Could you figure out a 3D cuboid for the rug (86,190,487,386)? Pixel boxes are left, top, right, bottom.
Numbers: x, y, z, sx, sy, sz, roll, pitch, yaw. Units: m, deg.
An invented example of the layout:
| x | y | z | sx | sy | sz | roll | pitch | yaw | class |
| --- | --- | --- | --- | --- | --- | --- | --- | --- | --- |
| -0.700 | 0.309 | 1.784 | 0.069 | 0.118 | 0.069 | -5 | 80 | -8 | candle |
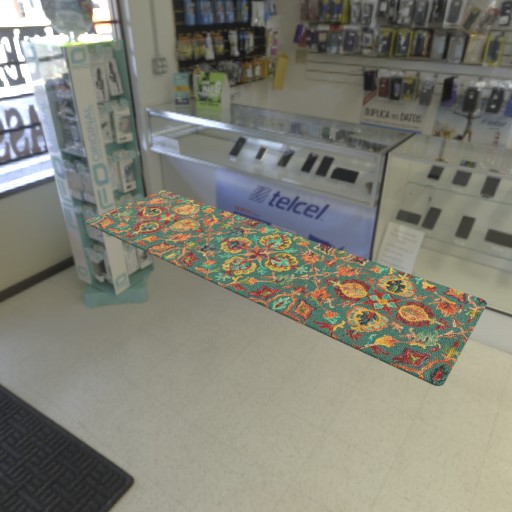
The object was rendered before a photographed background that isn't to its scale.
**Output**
| x | y | z | sx | sy | sz | roll | pitch | yaw | class |
| --- | --- | --- | --- | --- | --- | --- | --- | --- | --- |
| 0.000 | 0.000 | 2.493 | 2.286 | 0.013 | 0.686 | 22 | 37 | 32 | rug |
